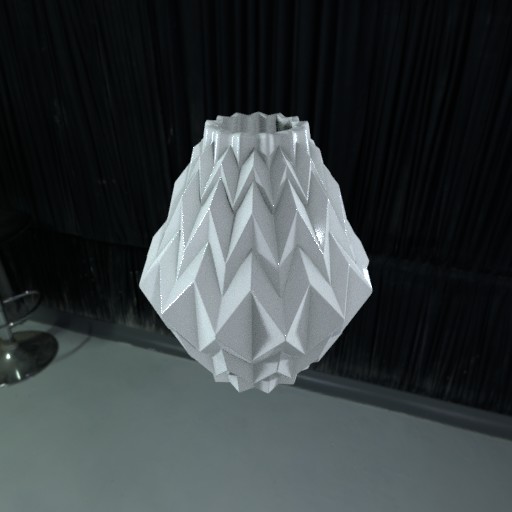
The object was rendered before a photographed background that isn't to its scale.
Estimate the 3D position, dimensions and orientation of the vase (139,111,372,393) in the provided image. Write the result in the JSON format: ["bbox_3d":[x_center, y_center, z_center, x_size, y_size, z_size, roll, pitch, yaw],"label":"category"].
[{"bbox_3d":[0.000,0.000,0.313,0.164,0.185,0.164,0,29,0],"label":"vase"}]
